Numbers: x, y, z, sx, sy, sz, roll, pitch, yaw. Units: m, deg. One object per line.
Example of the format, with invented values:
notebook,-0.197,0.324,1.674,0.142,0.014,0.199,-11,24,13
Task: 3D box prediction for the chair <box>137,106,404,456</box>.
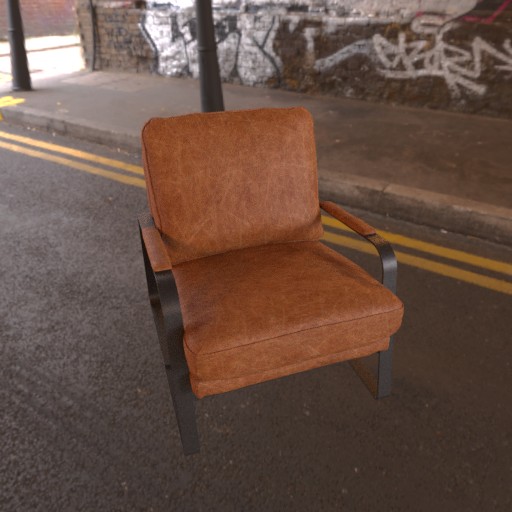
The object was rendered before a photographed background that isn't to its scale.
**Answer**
chair,0.000,0.000,1.381,0.651,0.777,0.801,-10,33,-16
